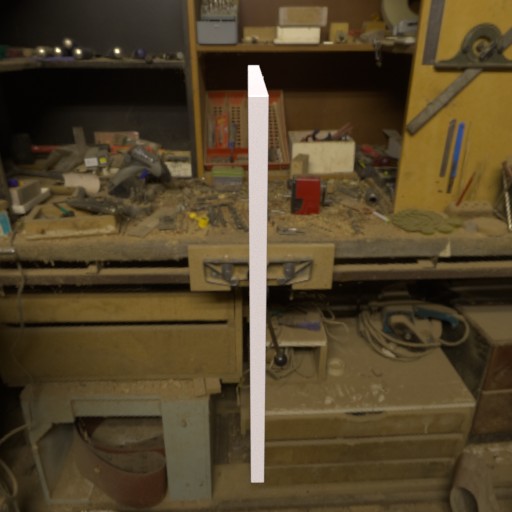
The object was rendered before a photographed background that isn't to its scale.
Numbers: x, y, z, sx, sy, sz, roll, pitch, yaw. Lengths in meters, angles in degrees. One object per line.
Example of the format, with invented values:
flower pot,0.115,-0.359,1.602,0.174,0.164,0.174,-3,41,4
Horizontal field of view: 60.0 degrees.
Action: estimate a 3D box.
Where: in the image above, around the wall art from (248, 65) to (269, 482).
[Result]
wall art,0.000,0.000,1.397,0.042,1.056,0.805,0,27,-1
